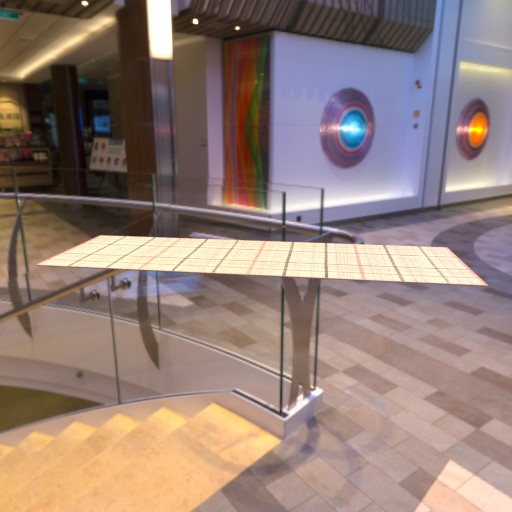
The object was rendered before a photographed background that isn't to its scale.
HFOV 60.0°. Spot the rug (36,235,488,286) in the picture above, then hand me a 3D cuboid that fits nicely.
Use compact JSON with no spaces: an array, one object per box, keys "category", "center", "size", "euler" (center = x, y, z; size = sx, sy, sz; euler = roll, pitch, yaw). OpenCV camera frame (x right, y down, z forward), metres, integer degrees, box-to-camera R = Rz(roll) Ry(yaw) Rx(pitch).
[{"category":"rug","center":[0.000,0.000,2.734],"size":[2.439,0.008,0.762],"euler":[2,16,8]}]
